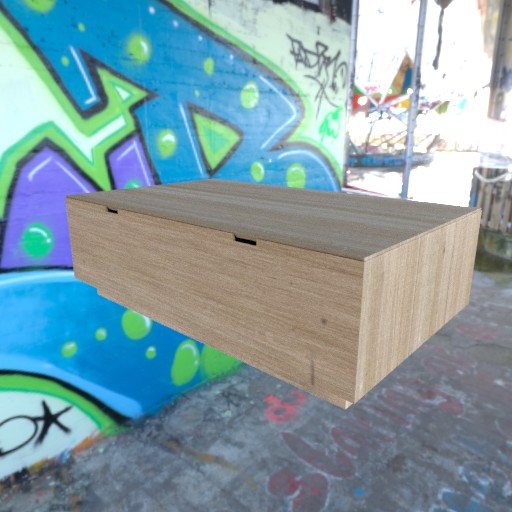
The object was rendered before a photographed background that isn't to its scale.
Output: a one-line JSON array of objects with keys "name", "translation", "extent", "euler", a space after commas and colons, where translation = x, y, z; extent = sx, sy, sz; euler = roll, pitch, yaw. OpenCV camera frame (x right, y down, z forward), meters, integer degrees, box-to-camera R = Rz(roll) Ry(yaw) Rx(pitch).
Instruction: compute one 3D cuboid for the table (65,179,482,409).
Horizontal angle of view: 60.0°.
[{"name": "table", "translation": [0.000, 0.000, 1.416], "extent": [1.110, 0.353, 0.678], "euler": [14, 21, 40]}]
